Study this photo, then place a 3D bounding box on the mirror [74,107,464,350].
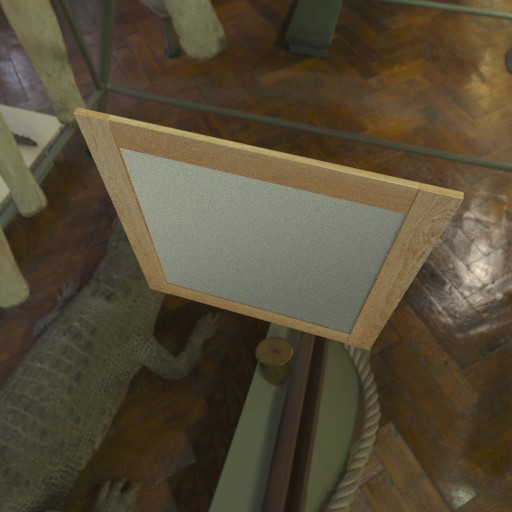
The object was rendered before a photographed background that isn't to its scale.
[{"bbox_3d":[0.000,0.000,1.218,0.800,0.800,0.020,15,59,9],"label":"mirror"}]
